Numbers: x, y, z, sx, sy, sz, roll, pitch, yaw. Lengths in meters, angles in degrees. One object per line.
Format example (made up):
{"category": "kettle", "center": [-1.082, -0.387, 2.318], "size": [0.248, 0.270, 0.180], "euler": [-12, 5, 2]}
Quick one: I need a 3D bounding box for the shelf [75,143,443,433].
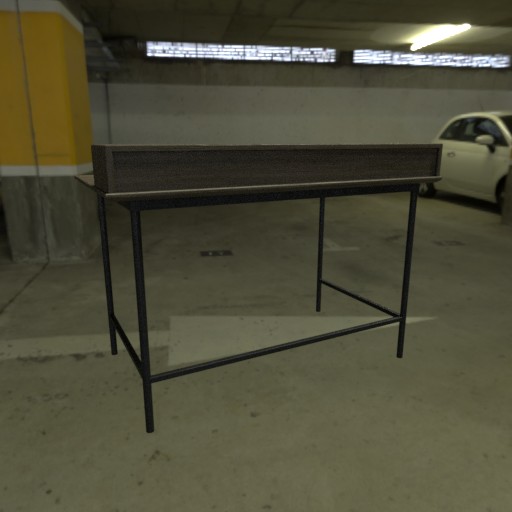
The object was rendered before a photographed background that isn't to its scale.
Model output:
{"category": "shelf", "center": [0.000, 0.000, 1.757], "size": [1.212, 0.865, 0.685], "euler": [-8, 16, -27]}
